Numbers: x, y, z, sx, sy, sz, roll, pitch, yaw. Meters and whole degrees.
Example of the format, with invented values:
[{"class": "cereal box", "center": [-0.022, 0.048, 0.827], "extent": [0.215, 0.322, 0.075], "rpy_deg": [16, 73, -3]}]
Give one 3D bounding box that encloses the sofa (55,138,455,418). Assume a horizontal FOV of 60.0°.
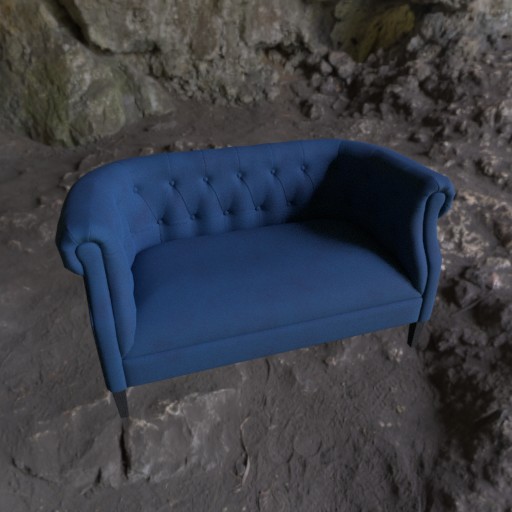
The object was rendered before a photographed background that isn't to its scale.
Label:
[{"class": "sofa", "center": [0.000, 0.000, 2.041], "extent": [1.558, 0.827, 0.835], "rpy_deg": [-9, 33, -15]}]
